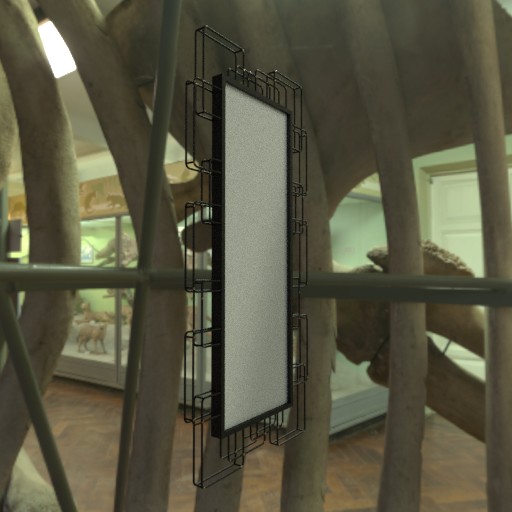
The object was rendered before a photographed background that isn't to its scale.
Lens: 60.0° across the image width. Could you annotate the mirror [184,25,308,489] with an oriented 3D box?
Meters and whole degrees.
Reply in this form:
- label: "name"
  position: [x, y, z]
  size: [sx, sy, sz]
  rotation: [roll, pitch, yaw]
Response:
- label: "mirror"
  position: [0.000, 0.000, 1.339]
  size: [0.037, 1.192, 0.565]
  rotation: [-1, -2, 37]
